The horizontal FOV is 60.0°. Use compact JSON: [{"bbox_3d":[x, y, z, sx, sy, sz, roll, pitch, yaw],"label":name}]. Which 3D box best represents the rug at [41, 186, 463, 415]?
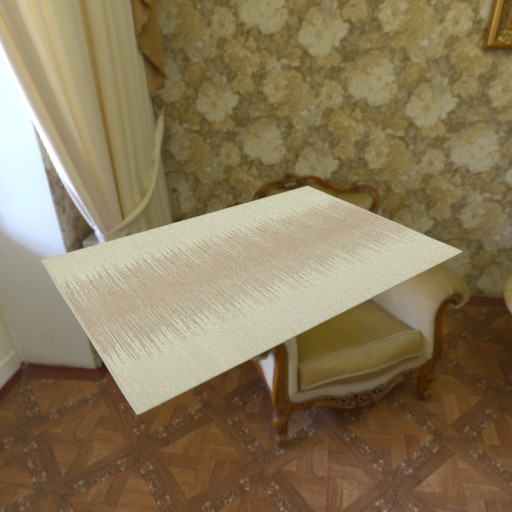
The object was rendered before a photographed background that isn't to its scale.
[{"bbox_3d":[0.000,0.000,2.326,1.850,0.006,1.234,-20,35,-31],"label":"rug"}]
